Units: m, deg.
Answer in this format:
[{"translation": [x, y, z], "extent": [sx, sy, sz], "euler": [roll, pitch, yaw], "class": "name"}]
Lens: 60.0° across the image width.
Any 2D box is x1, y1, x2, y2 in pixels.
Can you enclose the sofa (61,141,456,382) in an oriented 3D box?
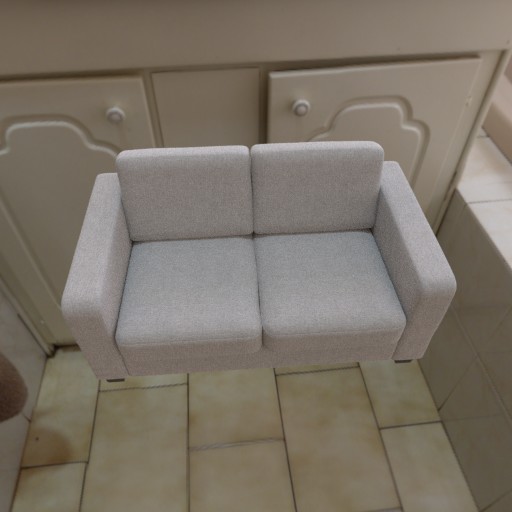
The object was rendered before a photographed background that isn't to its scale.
[{"translation": [0.000, 0.000, 2.080], "extent": [1.540, 0.800, 0.900], "euler": [-3, 47, -3], "class": "sofa"}]
